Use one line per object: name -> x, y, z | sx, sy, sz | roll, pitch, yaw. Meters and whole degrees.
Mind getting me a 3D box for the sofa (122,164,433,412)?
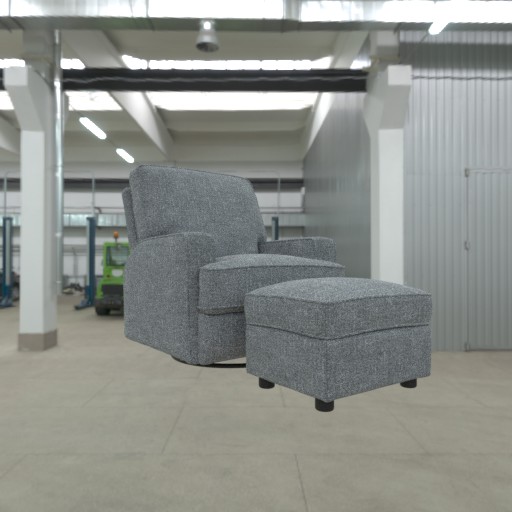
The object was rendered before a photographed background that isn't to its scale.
sofa -> 0.000, 0.000, 2.035 | 0.861, 0.959, 1.472 | 0, 0, -36
